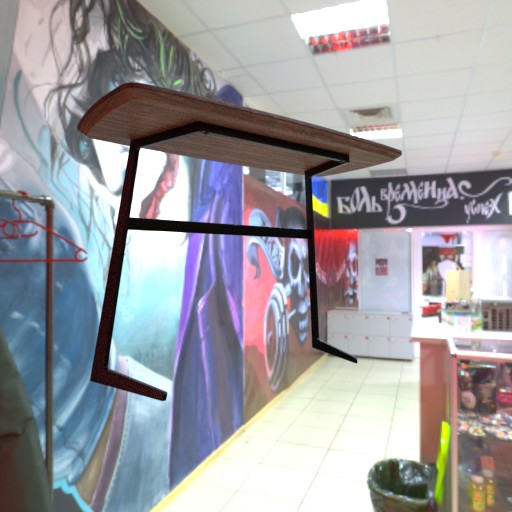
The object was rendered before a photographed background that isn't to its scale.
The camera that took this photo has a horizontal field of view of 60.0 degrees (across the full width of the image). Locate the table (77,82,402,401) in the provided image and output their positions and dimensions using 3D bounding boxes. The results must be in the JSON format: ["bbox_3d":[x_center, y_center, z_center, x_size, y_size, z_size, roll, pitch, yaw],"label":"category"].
[{"bbox_3d":[0.000,0.000,1.102,0.804,0.576,0.361,1,-2,-37],"label":"table"}]
